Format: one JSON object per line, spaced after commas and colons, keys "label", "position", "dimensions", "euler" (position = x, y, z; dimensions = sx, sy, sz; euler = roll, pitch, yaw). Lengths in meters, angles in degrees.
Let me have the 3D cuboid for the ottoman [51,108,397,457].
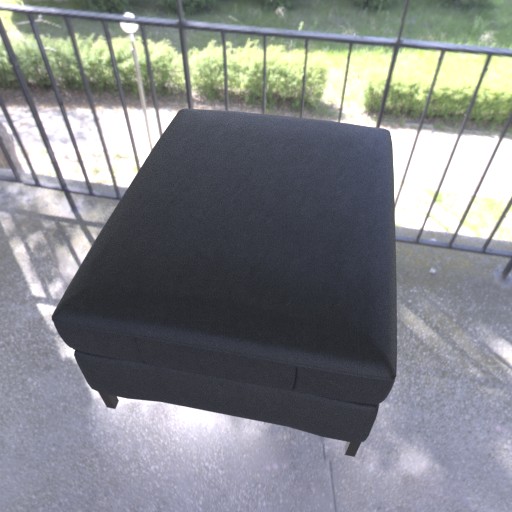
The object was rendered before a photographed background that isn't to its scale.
{"label": "ottoman", "position": [0.000, 0.000, 1.752], "dimensions": [0.967, 0.696, 1.187], "euler": [8, 48, 8]}
